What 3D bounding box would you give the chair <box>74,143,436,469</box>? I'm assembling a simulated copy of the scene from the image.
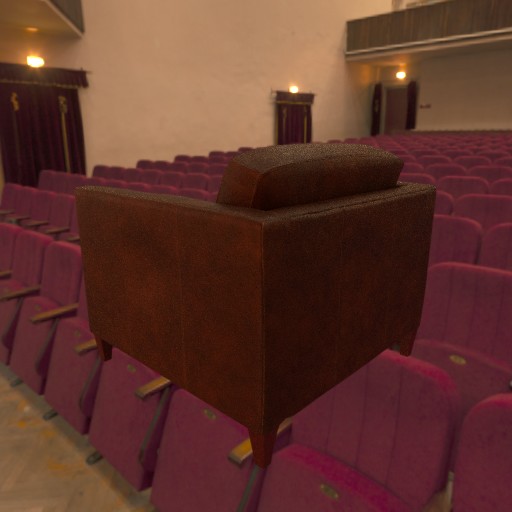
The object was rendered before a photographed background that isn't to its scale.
[{"bbox_3d":[0.000,0.000,1.732,0.975,0.864,0.990,14,21,42],"label":"chair"}]
